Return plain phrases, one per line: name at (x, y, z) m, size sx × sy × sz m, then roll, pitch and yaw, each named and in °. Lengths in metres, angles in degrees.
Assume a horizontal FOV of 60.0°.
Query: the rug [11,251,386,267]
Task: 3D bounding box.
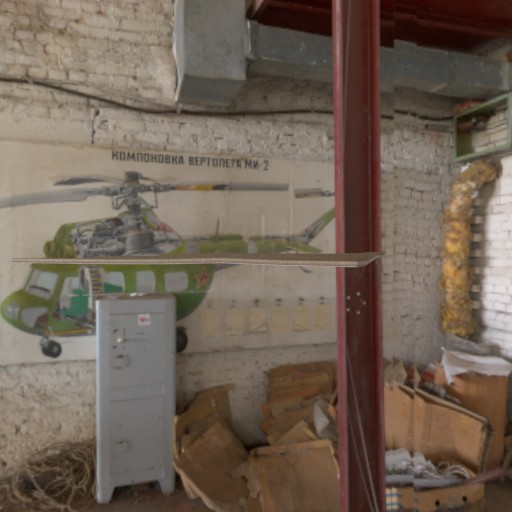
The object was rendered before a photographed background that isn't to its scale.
rug at (0.000, 0.000, 2.914) m, size 1.553 × 0.053 × 2.430 m, roll 0°, pitch 1°, yaw 18°
